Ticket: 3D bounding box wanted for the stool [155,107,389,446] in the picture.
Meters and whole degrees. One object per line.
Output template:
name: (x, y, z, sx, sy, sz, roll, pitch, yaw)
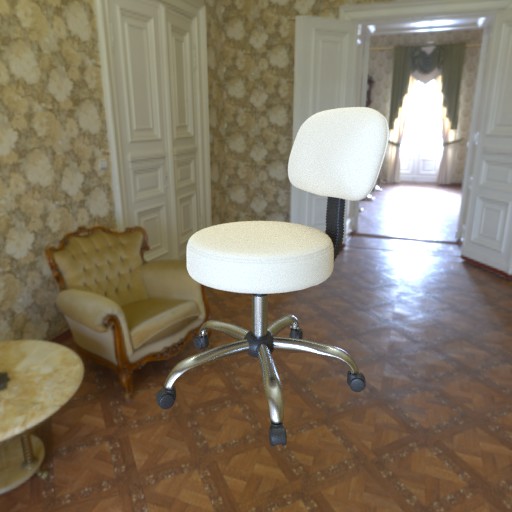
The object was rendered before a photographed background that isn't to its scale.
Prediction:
stool: (0.000, 0.000, 1.259, 0.616, 0.810, 0.609, -8, 18, -25)
